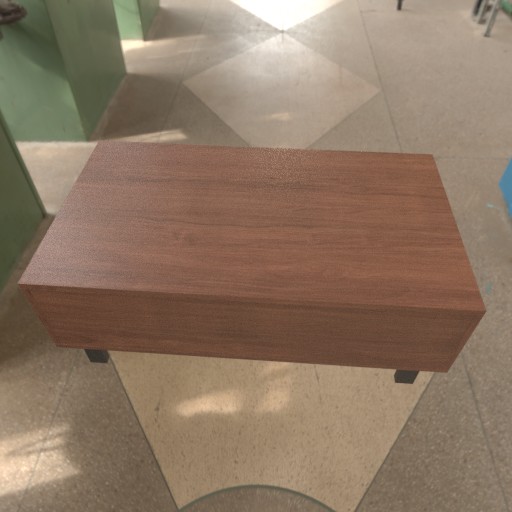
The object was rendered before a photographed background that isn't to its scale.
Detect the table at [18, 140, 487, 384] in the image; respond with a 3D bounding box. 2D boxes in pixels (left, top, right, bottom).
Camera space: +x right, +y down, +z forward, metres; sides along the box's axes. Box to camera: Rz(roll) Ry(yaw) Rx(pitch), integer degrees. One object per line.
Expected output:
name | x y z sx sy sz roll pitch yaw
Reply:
table | 0.000 0.000 1.303 1.020 0.380 0.600 3 47 3
